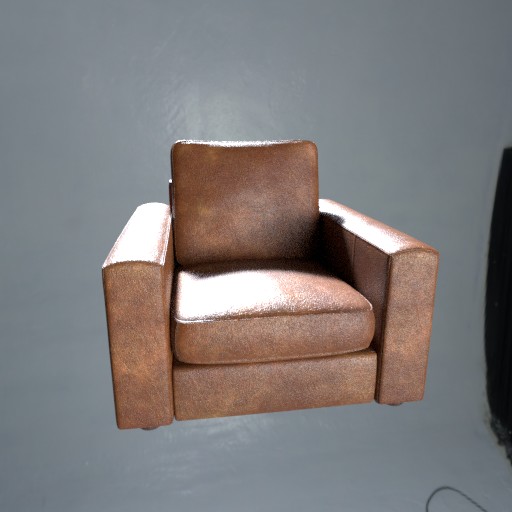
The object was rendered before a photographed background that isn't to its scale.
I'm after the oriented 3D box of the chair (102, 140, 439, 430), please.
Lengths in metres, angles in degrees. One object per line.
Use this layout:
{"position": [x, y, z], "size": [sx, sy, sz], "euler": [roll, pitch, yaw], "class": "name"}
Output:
{"position": [0.000, 0.000, 1.747], "size": [1.005, 0.873, 1.016], "euler": [-2, 16, -9], "class": "chair"}
